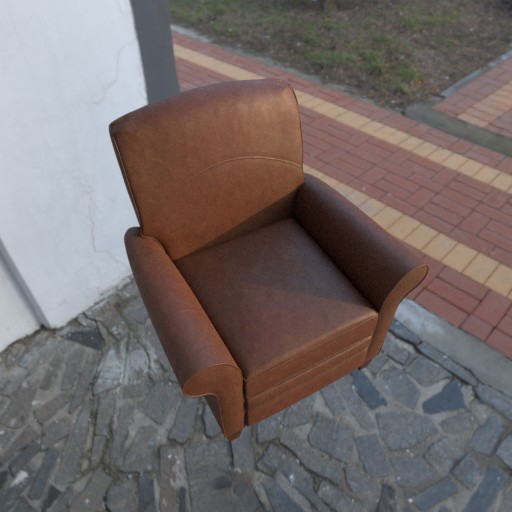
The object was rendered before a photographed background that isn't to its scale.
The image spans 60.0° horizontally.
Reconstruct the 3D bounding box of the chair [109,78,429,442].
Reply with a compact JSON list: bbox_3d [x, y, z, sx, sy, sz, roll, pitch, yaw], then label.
[{"bbox_3d":[0.000,0.000,1.777,0.978,1.061,0.902,-22,49,-20],"label":"chair"}]
